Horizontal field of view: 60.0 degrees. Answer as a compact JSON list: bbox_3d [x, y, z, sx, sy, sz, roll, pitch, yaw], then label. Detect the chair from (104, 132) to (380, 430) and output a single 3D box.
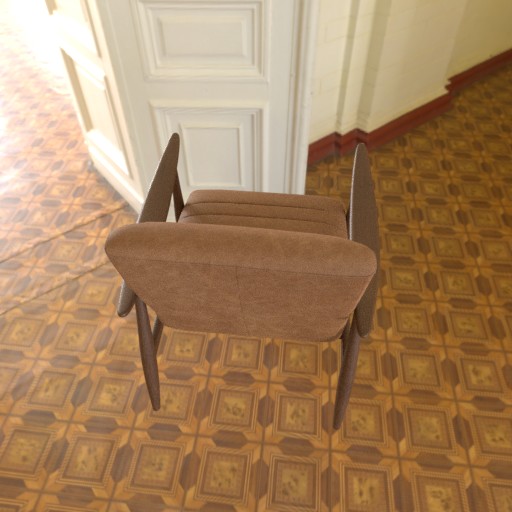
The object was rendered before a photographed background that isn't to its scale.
[{"bbox_3d":[0.000,0.000,1.435,0.741,0.832,0.798,4,47,4],"label":"chair"}]
